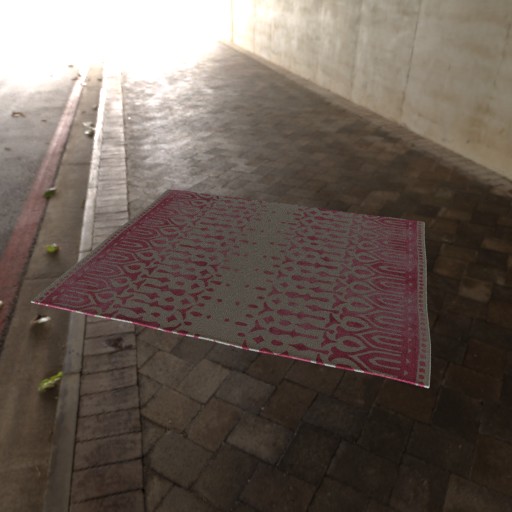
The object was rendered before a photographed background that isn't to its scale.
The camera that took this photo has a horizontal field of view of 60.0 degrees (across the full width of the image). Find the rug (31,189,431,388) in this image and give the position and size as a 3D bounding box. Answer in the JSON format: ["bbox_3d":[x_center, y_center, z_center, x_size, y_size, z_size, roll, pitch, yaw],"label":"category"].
[{"bbox_3d":[0.000,0.000,4.192,3.095,0.016,2.441,9,33,15],"label":"rug"}]
